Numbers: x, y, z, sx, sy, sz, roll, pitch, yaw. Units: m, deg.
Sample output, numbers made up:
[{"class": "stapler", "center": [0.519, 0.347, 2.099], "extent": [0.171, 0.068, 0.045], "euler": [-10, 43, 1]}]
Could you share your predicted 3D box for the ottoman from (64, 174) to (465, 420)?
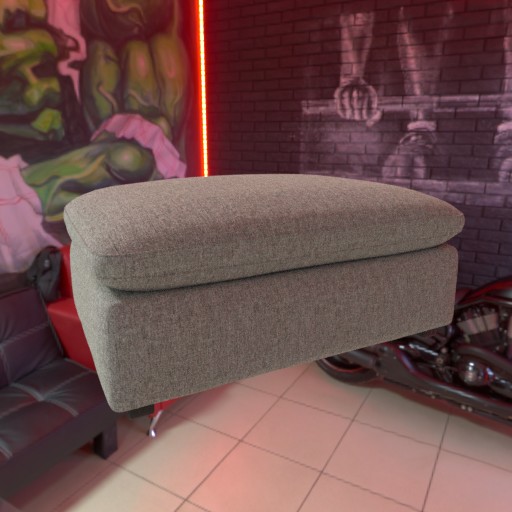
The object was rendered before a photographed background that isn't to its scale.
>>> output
[{"class": "ottoman", "center": [0.000, 0.000, 1.292], "extent": [0.977, 0.451, 0.694], "euler": [-8, 17, -26]}]
